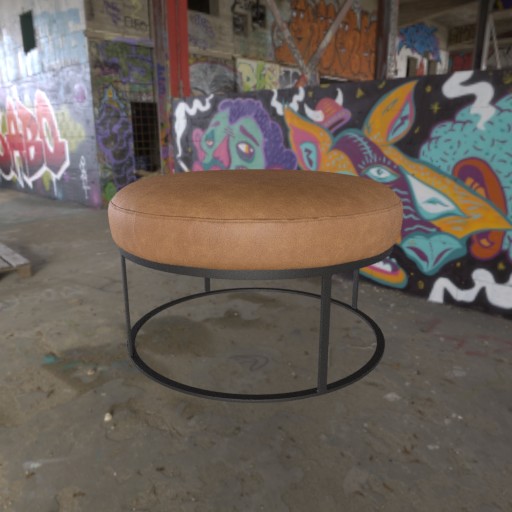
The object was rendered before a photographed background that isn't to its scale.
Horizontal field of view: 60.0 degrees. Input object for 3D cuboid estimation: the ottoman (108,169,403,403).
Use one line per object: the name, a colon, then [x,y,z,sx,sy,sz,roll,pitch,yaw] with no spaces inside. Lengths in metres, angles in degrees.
ottoman: [0.000,0.000,1.253,0.771,0.460,0.771,0,15,0]
